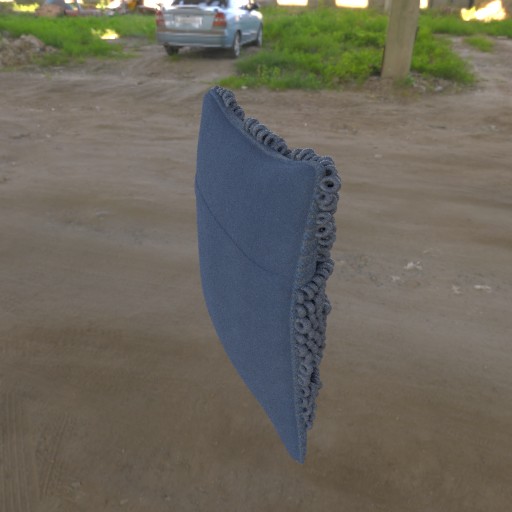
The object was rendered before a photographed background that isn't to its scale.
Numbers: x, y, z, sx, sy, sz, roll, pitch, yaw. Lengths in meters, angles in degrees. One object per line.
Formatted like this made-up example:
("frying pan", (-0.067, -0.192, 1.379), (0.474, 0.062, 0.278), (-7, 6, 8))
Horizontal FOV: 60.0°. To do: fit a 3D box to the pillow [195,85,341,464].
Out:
("pillow", (0.000, 0.000, 0.737), (0.172, 0.466, 0.469), (-11, 33, -17))
